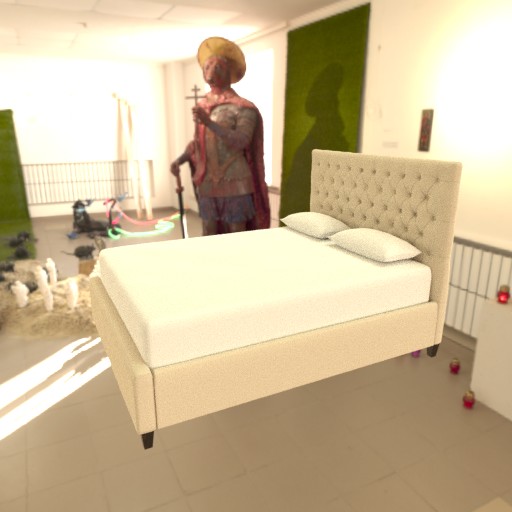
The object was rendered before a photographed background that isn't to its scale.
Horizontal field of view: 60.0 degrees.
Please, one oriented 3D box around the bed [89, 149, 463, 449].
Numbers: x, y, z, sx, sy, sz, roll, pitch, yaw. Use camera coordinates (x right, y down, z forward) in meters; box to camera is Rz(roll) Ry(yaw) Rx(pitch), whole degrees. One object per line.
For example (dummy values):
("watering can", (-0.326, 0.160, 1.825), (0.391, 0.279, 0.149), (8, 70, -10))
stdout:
("bed", (0.000, 0.000, 3.320), (2.233, 1.426, 1.696), (-8, 19, -26))
